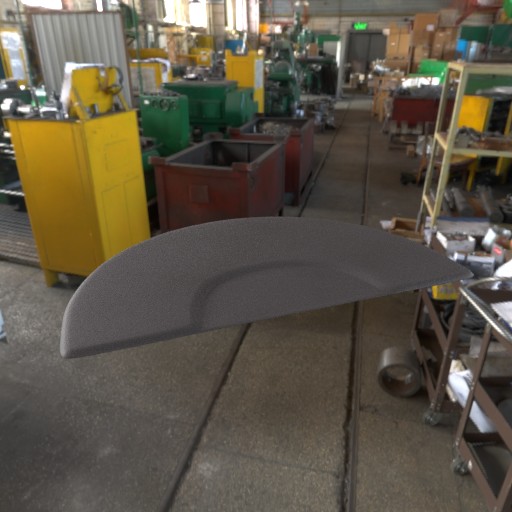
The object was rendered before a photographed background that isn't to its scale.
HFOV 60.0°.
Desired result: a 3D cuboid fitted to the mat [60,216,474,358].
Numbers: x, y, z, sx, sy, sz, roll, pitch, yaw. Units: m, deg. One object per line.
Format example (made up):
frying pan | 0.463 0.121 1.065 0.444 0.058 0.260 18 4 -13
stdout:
mat | 0.000 0.000 1.886 1.525 0.022 0.917 -9 27 -18
